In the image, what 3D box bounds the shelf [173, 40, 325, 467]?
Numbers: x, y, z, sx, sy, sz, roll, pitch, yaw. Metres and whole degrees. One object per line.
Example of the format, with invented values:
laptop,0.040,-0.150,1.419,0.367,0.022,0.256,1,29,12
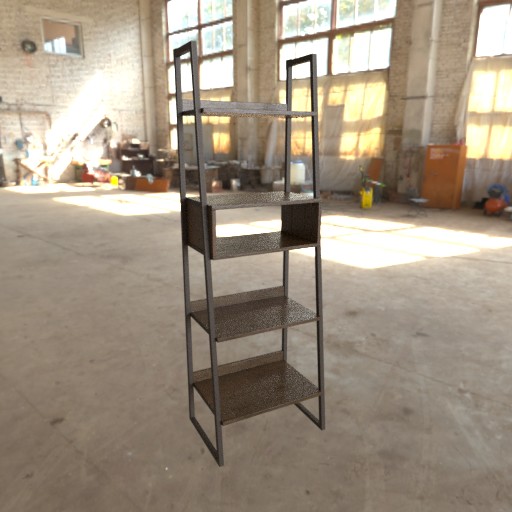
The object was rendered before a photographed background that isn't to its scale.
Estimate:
shelf,0.000,0.000,2.309,0.652,2.005,0.454,-7,16,-27
